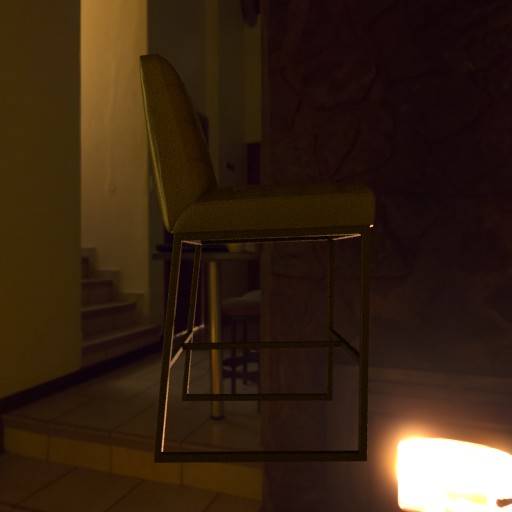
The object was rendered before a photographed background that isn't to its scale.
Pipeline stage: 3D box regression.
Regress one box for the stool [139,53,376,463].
[{"bbox_3d":[0.000,0.000,1.226,0.552,0.938,0.457,0,0,-1],"label":"stool"}]
